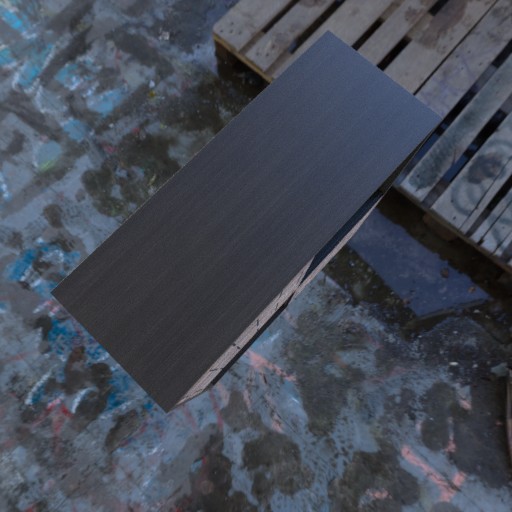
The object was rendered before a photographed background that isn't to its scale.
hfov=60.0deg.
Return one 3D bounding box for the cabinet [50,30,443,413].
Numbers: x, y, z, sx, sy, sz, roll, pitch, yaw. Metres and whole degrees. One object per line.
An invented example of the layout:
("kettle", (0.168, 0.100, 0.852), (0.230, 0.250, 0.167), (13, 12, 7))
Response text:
("cabinet", (0.000, 0.000, 1.679), (0.400, 1.170, 1.010), (42, 80, 9))
